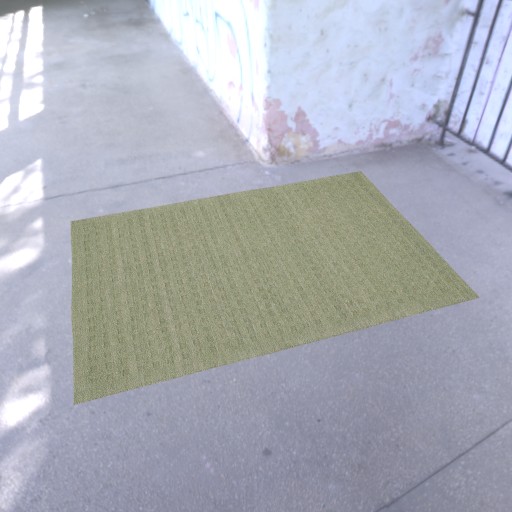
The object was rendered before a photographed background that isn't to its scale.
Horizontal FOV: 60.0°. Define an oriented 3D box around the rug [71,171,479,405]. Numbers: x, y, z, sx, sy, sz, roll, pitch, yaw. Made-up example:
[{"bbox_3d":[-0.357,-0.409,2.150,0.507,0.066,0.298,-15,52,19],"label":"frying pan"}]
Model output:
[{"bbox_3d":[0.000,0.000,2.195,1.747,0.006,1.143,-12,43,-13],"label":"rug"}]
